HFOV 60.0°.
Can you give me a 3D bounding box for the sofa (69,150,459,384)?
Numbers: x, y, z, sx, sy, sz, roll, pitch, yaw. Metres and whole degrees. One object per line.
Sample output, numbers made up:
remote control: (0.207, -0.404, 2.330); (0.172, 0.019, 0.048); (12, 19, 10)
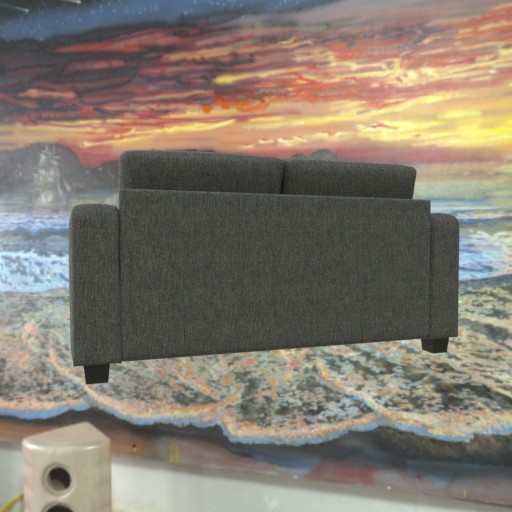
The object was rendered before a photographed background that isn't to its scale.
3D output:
sofa: (0.000, 0.000, 2.032); (1.520, 0.800, 0.900); (0, 2, -18)
